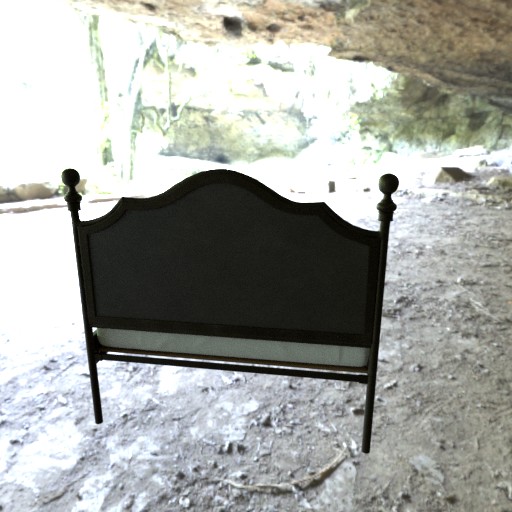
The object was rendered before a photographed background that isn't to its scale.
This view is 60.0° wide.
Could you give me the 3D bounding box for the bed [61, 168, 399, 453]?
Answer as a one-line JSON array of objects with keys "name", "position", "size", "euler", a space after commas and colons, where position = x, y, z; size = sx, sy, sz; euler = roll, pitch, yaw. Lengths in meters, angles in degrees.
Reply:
[{"name": "bed", "position": [0.000, 0.000, 3.322], "size": [1.642, 1.499, 2.224], "euler": [3, 17, 9]}]
